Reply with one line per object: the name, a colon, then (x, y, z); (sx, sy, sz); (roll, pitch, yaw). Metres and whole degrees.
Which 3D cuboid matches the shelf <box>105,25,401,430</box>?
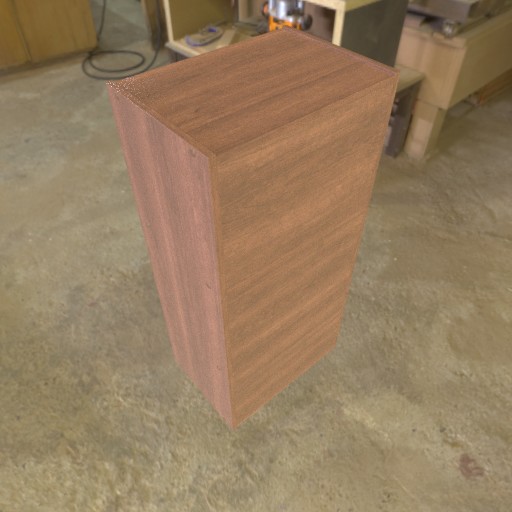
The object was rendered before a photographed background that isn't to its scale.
shelf: (0.000, 0.000, 1.068); (0.414, 0.879, 0.290); (-31, 54, -27)
